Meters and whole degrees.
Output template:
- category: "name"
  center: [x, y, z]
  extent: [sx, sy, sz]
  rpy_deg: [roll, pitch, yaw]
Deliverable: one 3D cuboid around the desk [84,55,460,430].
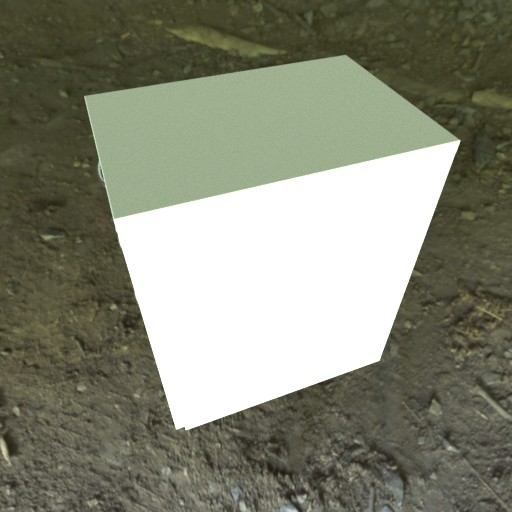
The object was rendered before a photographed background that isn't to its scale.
- category: "desk"
  center: [0.000, 0.000, 1.079]
  extent: [0.600, 0.730, 0.404]
  rpy_deg: [-15, 47, -15]
